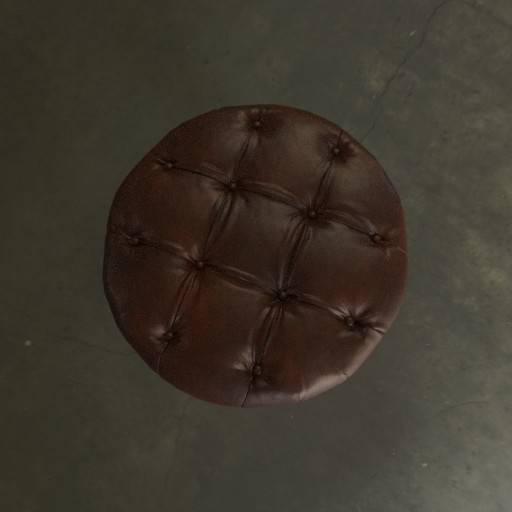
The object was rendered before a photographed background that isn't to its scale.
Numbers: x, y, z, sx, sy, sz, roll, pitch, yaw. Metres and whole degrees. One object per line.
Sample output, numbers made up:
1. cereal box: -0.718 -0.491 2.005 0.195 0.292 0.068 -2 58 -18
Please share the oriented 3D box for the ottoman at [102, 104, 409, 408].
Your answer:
1. ottoman: 0.000 0.000 1.404 0.901 0.455 0.901 0 76 0
